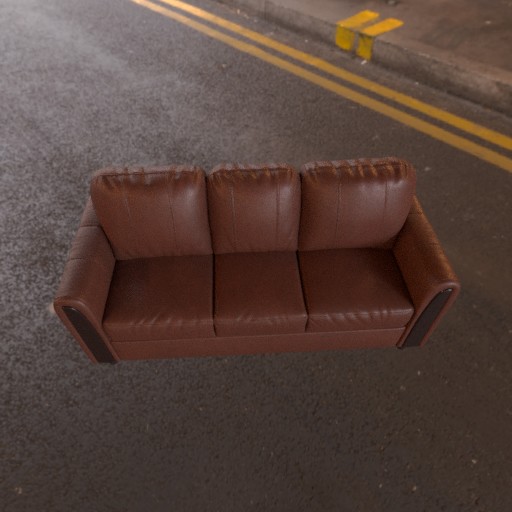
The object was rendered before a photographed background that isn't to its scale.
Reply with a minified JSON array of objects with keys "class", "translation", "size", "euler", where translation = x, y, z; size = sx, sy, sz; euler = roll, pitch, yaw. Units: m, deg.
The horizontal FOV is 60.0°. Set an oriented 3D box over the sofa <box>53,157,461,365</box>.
[{"class":"sofa","translation":[0.000,0.000,2.355],"size":[1.862,0.915,0.802],"euler":[-2,46,-2]}]
